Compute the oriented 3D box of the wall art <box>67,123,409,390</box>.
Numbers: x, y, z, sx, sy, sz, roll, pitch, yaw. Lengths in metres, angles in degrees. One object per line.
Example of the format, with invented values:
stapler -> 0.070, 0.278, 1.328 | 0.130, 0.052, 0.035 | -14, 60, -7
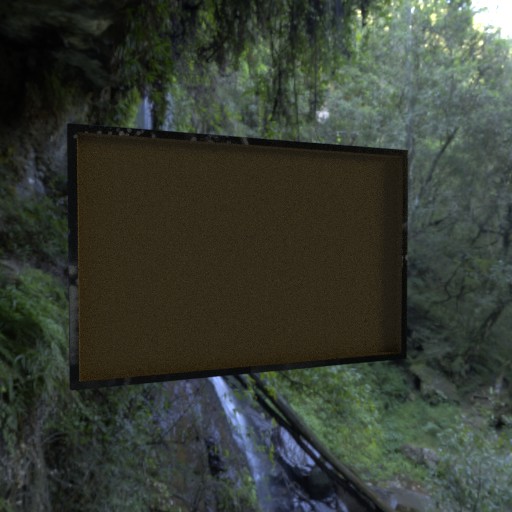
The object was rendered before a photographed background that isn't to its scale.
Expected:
wall art -> 0.000, 0.000, 0.782 | 0.609, 0.406, 0.037 | 0, 1, -18
